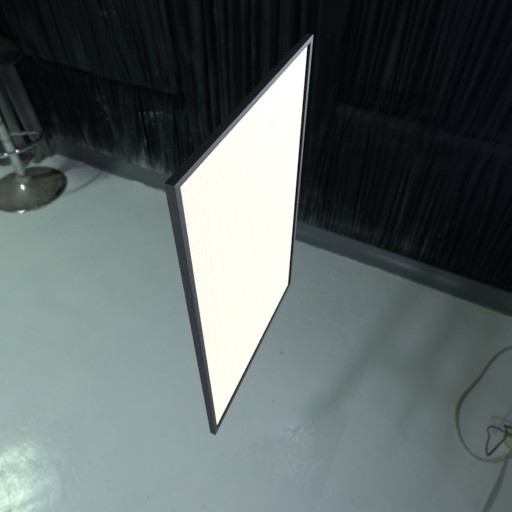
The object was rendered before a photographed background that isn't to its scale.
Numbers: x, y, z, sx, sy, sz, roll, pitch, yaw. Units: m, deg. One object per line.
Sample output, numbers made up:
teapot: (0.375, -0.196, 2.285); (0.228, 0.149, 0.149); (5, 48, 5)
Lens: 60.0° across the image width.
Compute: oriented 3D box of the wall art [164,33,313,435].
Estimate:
wall art: (0.000, 0.000, 0.848); (0.013, 0.657, 0.457); (18, 49, 16)
